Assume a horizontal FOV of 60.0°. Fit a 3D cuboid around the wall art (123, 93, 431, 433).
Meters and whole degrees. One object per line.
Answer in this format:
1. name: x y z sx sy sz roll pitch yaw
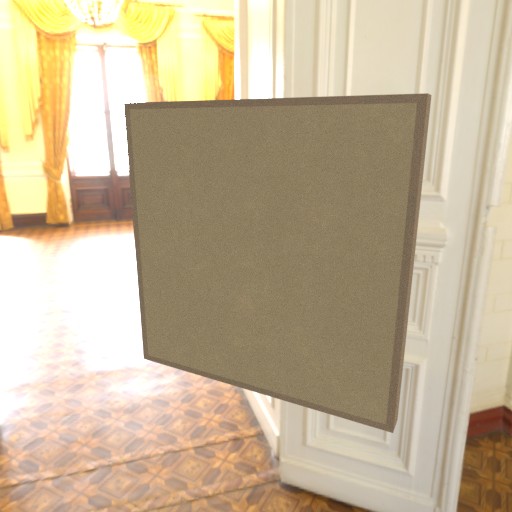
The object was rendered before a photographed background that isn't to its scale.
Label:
1. wall art: 0.000 0.000 0.759 0.508 0.506 0.038 8 18 26
